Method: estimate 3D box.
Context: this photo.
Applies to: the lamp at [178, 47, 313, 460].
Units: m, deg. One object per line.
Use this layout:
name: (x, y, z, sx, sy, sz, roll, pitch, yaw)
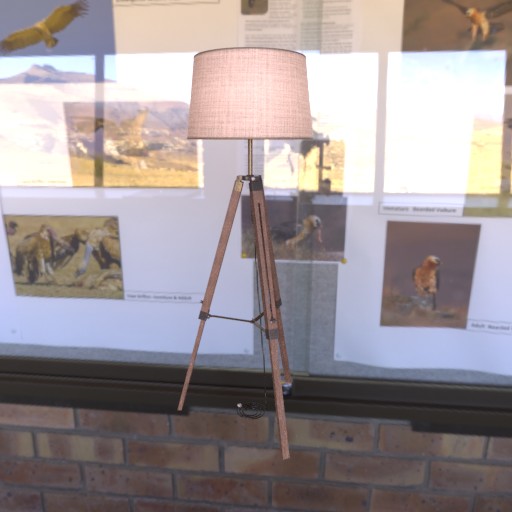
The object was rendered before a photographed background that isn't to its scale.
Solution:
lamp: (0.000, 0.000, 1.814, 0.604, 1.510, 0.587, -7, 16, -25)
